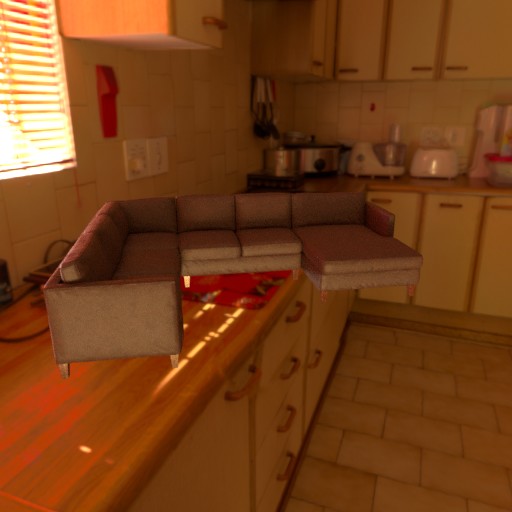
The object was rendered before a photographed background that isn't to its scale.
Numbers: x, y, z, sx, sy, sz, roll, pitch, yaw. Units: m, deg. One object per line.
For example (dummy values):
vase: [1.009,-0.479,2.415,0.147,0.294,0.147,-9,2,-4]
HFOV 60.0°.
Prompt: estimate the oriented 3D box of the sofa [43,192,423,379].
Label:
sofa: [0.000,0.000,4.586,3.460,0.923,2.593,-3,19,-9]
